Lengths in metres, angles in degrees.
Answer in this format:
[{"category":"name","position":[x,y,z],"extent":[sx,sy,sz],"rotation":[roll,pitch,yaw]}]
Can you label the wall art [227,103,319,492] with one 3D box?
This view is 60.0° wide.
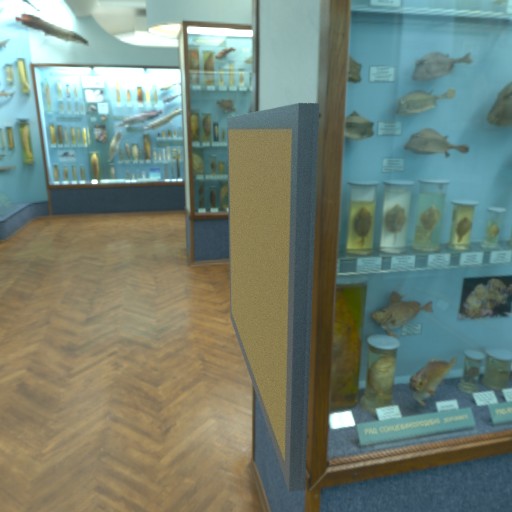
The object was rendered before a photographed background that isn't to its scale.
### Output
[{"category":"wall art","position":[0.000,0.000,0.908],"extent":[0.026,0.558,0.660],"rotation":[-3,16,-11]}]
